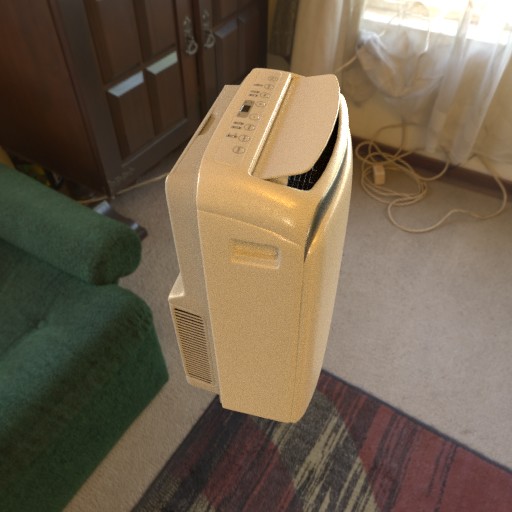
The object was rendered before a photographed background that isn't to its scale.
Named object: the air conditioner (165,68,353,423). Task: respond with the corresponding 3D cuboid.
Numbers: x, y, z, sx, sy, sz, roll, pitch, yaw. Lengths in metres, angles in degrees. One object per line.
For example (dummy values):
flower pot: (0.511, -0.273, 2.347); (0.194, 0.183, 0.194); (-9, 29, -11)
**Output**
air conditioner: (0.000, 0.000, 1.071); (0.414, 0.786, 0.449); (10, 47, 9)
